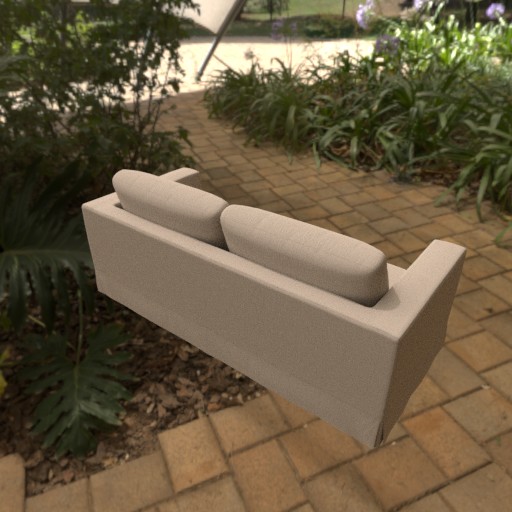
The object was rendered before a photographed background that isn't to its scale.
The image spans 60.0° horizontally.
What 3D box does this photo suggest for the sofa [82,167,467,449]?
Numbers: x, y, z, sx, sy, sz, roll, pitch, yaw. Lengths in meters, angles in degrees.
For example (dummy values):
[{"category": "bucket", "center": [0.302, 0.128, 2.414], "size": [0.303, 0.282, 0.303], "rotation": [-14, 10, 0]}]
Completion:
[{"category": "sofa", "center": [0.000, 0.000, 2.706], "size": [2.163, 0.881, 0.954], "rotation": [21, 36, 32]}]
